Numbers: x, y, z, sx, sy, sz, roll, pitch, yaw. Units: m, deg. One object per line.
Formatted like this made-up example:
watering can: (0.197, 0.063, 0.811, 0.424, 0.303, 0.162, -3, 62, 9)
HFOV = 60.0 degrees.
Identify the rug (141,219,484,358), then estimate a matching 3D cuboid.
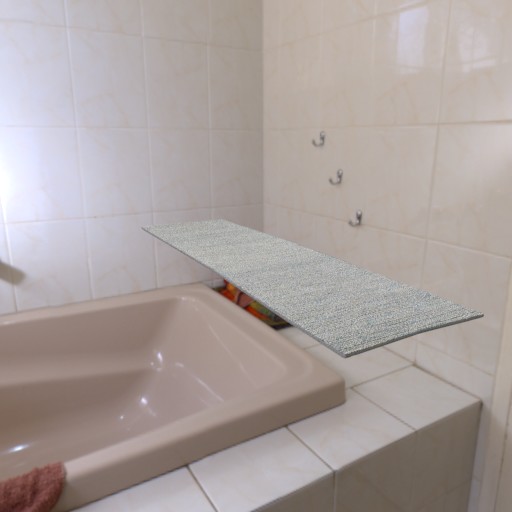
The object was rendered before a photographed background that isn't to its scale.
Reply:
rug: (0.000, 0.000, 2.483, 0.675, 0.037, 2.341, -8, 17, -28)
